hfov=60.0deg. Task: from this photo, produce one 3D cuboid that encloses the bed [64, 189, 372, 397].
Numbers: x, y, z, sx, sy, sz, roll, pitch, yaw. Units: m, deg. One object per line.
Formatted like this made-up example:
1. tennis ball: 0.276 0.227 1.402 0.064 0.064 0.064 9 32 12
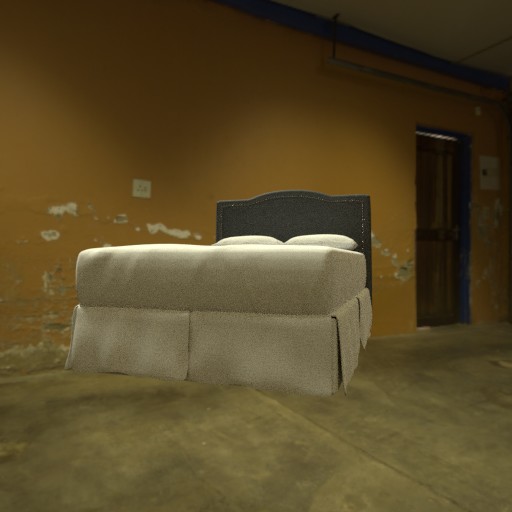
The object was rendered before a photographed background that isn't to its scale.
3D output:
1. bed: 0.000 0.000 3.620 1.747 1.441 2.507 0 -1 18
